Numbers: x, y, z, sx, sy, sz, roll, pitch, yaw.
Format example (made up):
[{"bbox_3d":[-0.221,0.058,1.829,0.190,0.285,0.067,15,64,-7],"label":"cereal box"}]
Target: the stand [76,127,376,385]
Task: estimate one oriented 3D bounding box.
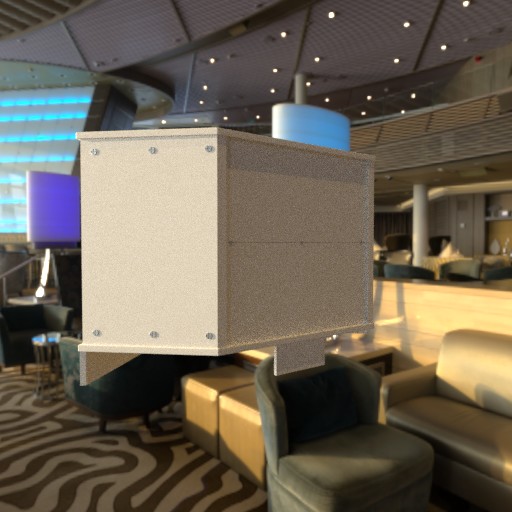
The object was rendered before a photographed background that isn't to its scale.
[{"bbox_3d":[0.000,0.000,1.388,1.072,0.614,0.477,-1,2,-36],"label":"stand"}]
